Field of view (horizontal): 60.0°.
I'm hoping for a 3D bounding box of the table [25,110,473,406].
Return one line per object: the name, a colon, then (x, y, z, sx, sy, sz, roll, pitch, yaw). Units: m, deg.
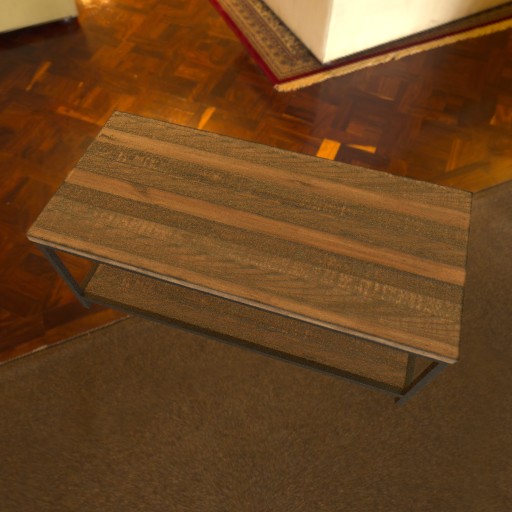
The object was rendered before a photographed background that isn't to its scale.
table: (0.000, 0.000, 1.239, 0.990, 0.399, 0.452, 15, 59, 9)
